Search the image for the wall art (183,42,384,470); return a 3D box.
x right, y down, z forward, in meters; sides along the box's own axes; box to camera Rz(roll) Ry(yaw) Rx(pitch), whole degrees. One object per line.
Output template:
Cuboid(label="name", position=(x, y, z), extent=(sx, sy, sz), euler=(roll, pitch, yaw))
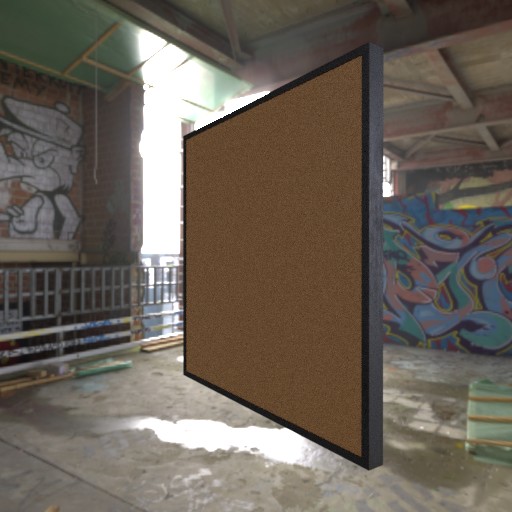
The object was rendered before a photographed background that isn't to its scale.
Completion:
Cuboid(label="wall art", position=(0.000, 0.000, 1.112), extent=(0.039, 0.763, 0.763), euler=(0, 0, -35))
